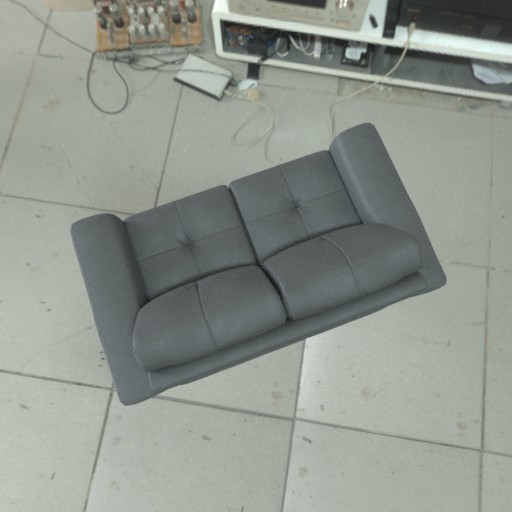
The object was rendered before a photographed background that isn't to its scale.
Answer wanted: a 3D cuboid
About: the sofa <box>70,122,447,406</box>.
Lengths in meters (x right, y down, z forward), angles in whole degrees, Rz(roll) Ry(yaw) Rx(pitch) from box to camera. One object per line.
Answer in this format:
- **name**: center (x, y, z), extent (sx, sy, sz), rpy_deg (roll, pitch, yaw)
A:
- **sofa**: center (0.000, 0.000, 2.407), extent (1.806, 0.907, 1.018), rpy_deg (-20, 77, -5)
